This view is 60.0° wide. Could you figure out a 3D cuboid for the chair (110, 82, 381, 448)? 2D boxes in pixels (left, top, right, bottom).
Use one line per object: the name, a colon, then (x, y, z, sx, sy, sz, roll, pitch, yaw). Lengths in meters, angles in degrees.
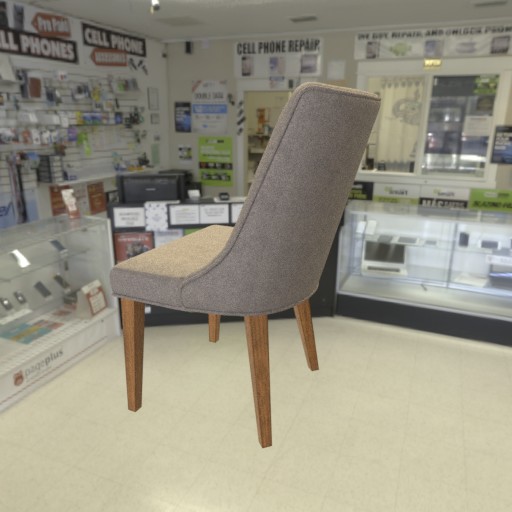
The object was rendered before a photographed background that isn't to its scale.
chair: (0.000, 0.000, 1.299, 0.636, 0.916, 0.548, 8, 19, 24)
